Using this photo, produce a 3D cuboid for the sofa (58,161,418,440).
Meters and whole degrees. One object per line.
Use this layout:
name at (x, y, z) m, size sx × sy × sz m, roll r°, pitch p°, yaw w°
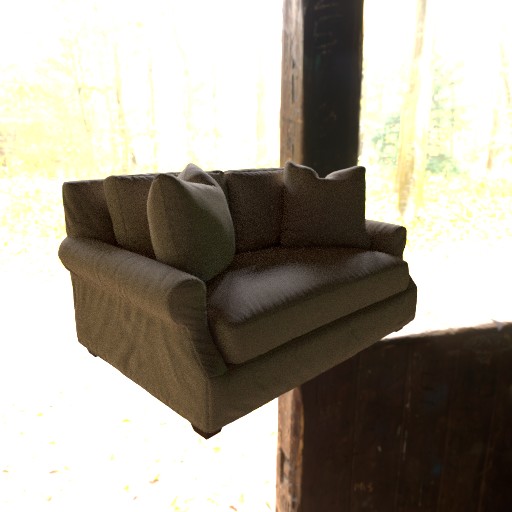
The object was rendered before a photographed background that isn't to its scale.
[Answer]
sofa at (0.000, 0.000, 2.181) m, size 1.550 × 0.905 × 1.070 m, roll -13°, pitch 19°, yaw -43°
